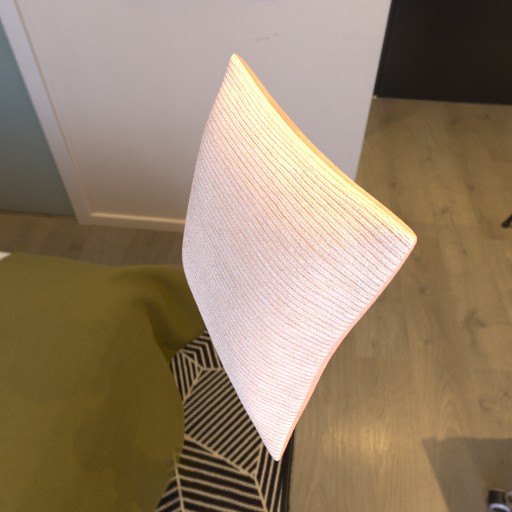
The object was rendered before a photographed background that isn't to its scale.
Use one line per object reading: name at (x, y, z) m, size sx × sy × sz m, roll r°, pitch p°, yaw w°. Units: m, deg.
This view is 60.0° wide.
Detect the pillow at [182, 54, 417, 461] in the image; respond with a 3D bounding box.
pillow at (0.000, 0.000, 0.636) m, size 0.177 × 0.401 × 0.424 m, roll -17°, pitch 49°, yaw -16°
